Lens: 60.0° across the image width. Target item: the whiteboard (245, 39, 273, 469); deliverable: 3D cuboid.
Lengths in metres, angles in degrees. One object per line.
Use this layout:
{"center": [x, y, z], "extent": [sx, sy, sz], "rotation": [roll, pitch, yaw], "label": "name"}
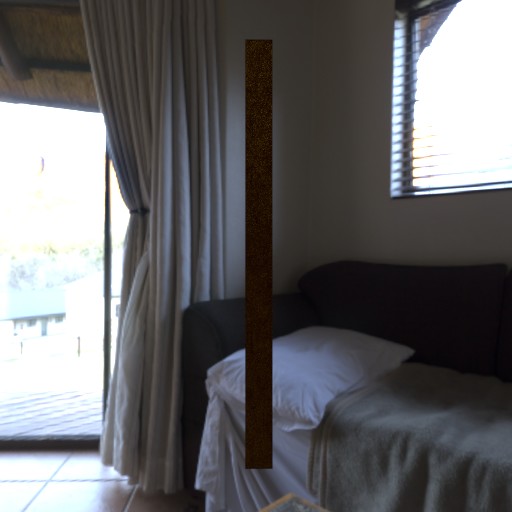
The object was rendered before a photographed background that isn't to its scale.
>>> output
{"center": [0.000, 0.000, 0.752], "extent": [0.029, 0.457, 0.561], "rotation": [0, -1, -1], "label": "whiteboard"}
